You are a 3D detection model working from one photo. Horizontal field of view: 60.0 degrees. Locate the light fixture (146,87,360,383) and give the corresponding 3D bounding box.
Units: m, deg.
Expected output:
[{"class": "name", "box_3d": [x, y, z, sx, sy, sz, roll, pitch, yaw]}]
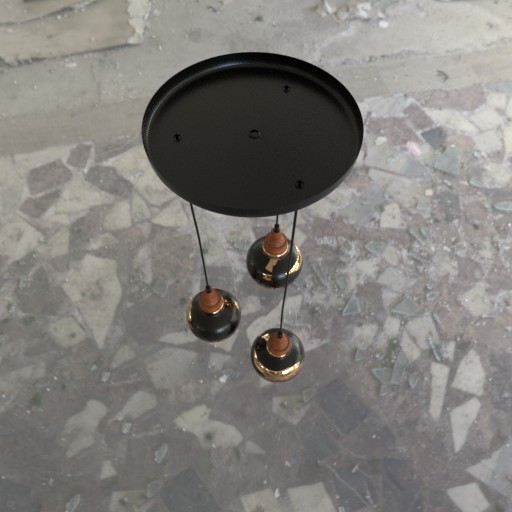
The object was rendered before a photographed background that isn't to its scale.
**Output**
[{"class": "light fixture", "box_3d": [0.000, 0.000, 1.735, 0.608, 1.410, 0.605, 20, 61, 11]}]
